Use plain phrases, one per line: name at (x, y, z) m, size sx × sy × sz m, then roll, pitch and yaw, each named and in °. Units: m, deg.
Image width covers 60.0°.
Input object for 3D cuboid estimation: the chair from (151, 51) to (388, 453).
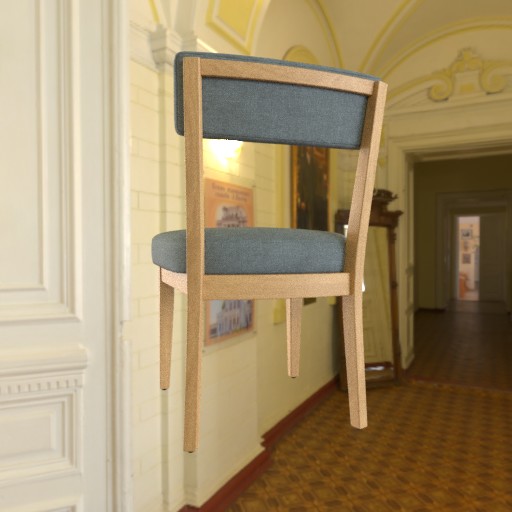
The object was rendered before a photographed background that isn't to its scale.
chair at (0.000, 0.000, 1.177) m, size 0.508 × 0.832 × 0.572 m, roll 0°, pitch 1°, yaw -17°
